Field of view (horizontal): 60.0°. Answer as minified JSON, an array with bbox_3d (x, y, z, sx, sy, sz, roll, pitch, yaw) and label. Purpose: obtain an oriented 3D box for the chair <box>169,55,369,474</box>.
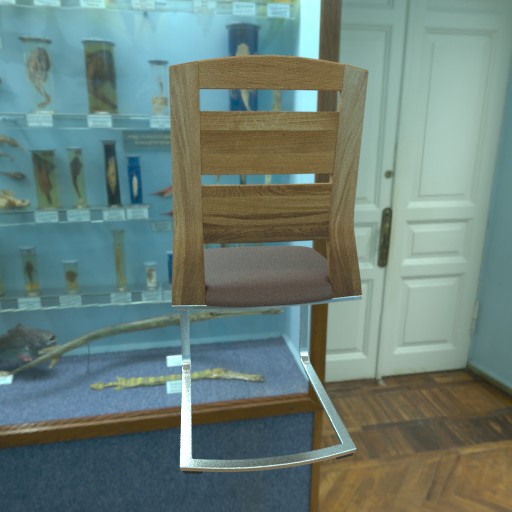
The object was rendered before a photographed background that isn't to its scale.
[{"bbox_3d":[0.000,0.000,1.250,0.460,0.970,0.570,-2,16,-8],"label":"chair"}]
